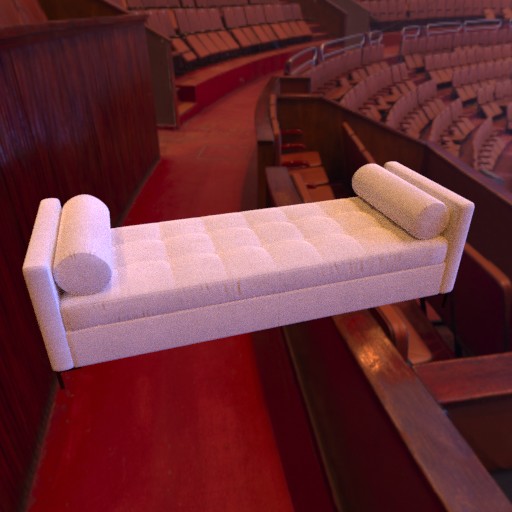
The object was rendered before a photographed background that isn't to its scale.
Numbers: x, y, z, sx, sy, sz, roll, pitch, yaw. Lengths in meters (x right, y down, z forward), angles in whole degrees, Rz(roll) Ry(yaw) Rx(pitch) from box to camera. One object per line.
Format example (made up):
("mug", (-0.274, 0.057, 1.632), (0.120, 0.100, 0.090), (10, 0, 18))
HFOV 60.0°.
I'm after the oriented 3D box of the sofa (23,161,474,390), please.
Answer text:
("sofa", (0.000, 0.000, 2.275), (1.981, 0.635, 0.686), (-9, 31, -15))
